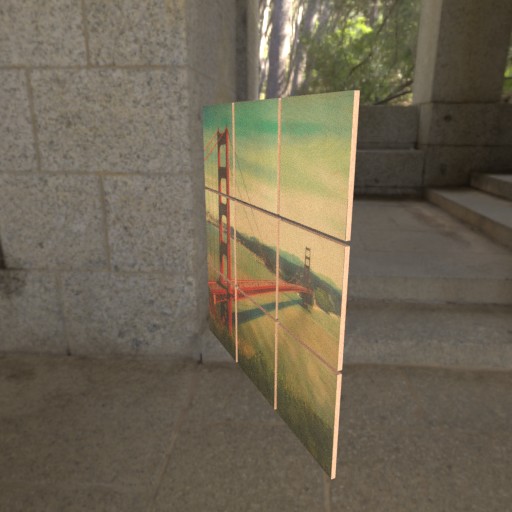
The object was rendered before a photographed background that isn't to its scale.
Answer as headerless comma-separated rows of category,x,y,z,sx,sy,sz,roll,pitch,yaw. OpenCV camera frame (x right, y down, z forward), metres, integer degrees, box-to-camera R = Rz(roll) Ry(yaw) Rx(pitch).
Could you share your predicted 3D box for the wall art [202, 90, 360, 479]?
wall art,0.000,0.000,1.821,0.016,1.207,1.217,-8,18,-24
